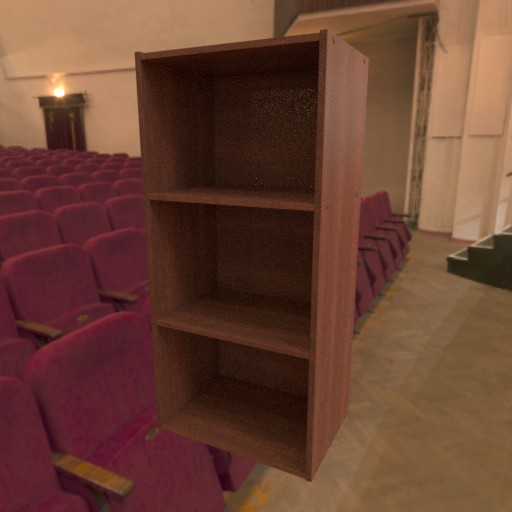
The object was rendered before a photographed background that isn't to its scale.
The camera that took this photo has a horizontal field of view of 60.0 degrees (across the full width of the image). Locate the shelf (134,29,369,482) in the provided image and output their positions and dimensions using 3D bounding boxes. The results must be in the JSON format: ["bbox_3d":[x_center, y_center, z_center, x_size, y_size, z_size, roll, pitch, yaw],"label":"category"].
[{"bbox_3d":[0.000,0.000,1.049,0.414,0.879,0.290,7,16,26],"label":"shelf"}]
